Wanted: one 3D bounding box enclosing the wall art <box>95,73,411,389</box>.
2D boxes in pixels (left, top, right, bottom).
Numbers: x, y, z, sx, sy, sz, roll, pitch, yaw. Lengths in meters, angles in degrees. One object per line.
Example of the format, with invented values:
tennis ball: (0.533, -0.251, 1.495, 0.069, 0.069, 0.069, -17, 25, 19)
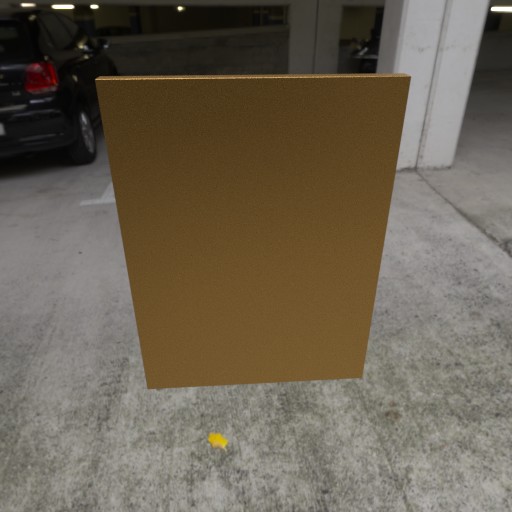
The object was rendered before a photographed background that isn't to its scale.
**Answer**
wall art: (0.000, 0.000, 1.070, 0.610, 0.812, 0.038, -2, 30, -4)
